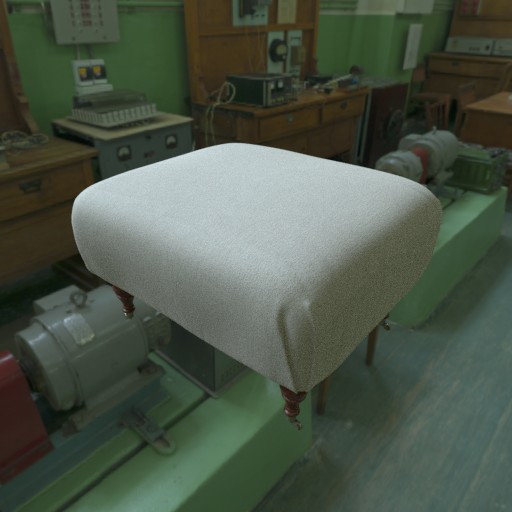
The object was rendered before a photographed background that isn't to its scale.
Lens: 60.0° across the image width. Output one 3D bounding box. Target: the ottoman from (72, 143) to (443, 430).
[{"bbox_3d":[0.000,0.000,1.151,0.746,0.450,0.639,22,36,34],"label":"ottoman"}]
